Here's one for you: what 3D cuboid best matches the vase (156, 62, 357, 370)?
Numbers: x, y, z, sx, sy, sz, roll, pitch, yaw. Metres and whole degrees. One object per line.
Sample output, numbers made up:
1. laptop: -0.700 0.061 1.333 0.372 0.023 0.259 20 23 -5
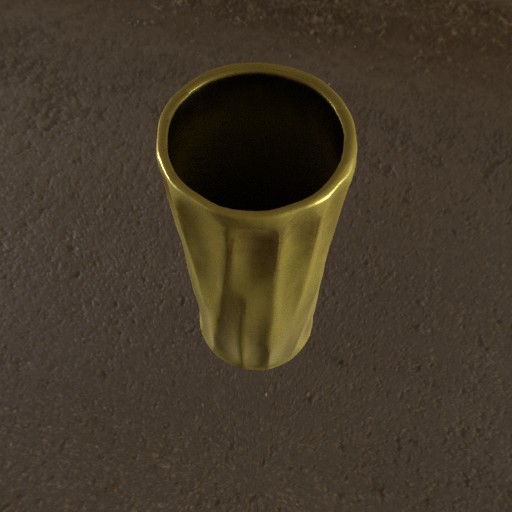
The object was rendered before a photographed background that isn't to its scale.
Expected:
1. vase: 0.000 0.000 0.177 0.061 0.143 0.061 0 64 0
